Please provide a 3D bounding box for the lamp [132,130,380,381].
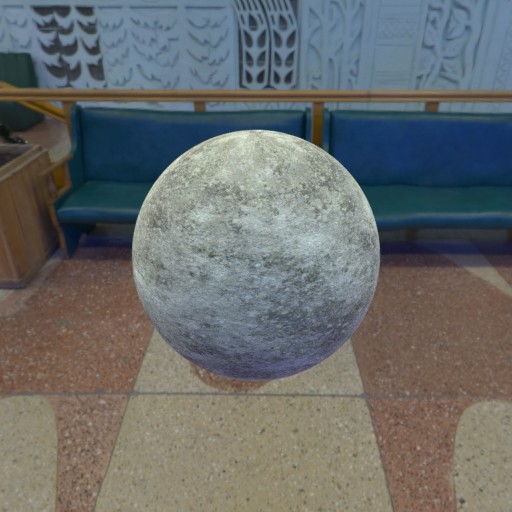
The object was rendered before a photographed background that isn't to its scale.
[{"bbox_3d":[0.000,0.000,0.782,0.422,0.429,0.422,0,30,0],"label":"lamp"}]
